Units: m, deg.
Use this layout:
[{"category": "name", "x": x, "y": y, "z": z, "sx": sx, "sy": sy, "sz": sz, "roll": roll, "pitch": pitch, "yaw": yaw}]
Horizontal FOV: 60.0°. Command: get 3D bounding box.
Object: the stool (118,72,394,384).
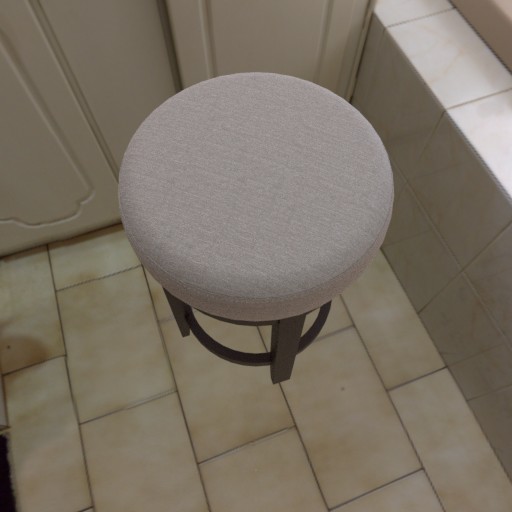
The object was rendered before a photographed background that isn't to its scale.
[{"category": "stool", "x": 0.000, "y": 0.000, "z": 0.966, "sx": 0.443, "sy": 0.672, "sz": 0.443, "roll": 0, "pitch": 64, "yaw": 0}]
